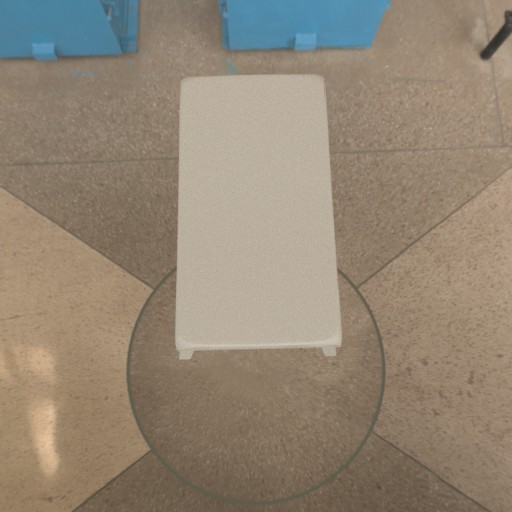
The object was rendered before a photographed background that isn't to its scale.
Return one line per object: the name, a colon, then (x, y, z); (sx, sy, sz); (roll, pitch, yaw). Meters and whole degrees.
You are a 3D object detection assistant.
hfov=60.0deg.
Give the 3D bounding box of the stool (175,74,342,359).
stool: (0.000, 0.000, 1.040); (0.476, 0.737, 0.457); (-1, 76, 0)
